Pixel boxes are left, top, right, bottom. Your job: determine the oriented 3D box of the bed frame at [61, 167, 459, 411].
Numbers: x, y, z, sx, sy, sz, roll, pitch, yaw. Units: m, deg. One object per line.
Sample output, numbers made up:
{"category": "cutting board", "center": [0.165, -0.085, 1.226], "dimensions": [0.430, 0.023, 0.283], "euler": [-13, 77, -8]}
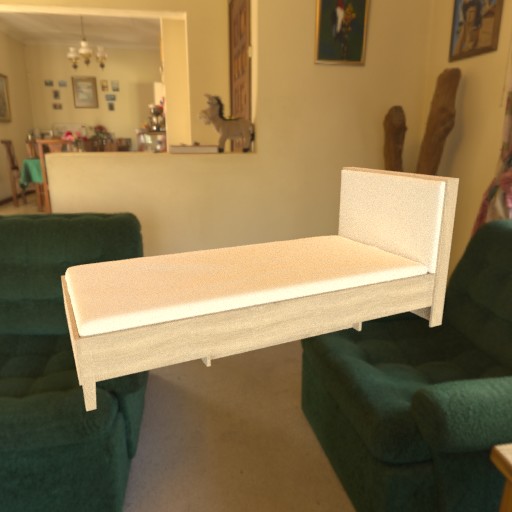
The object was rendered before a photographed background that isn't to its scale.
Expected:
{"category": "bed frame", "center": [0.000, 0.000, 2.672], "dimensions": [2.140, 0.920, 0.990], "euler": [-7, 17, -25]}
